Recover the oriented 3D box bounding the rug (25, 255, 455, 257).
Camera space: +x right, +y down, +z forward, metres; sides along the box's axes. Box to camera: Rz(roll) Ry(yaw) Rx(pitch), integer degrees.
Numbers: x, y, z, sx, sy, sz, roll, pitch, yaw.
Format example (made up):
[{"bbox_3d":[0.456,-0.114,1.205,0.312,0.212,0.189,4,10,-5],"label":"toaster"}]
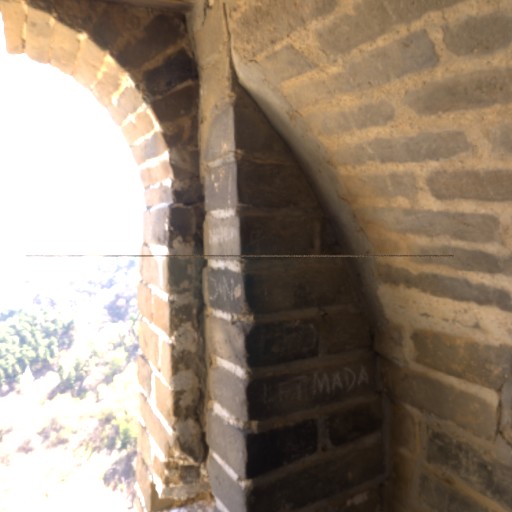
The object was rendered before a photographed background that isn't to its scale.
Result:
[{"bbox_3d":[0.000,0.000,2.932,2.227,0.008,1.611,0,0,17],"label":"rug"}]
